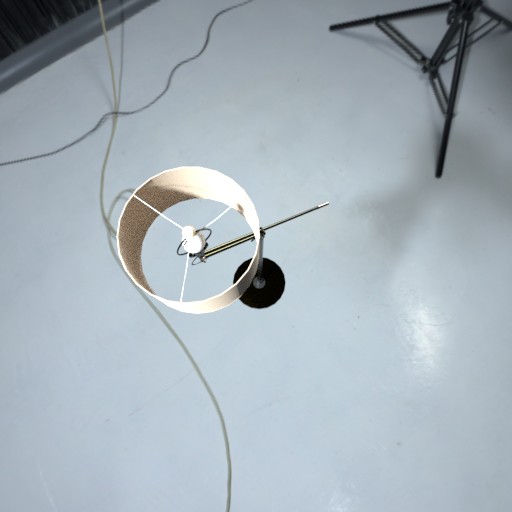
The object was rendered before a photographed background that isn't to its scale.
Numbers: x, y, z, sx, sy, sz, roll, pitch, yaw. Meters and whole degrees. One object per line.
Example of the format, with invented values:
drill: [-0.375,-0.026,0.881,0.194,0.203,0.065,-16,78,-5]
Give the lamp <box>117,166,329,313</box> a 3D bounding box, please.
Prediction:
lamp: [0.000,0.000,1.976,0.809,1.635,0.373,-35,79,-8]
